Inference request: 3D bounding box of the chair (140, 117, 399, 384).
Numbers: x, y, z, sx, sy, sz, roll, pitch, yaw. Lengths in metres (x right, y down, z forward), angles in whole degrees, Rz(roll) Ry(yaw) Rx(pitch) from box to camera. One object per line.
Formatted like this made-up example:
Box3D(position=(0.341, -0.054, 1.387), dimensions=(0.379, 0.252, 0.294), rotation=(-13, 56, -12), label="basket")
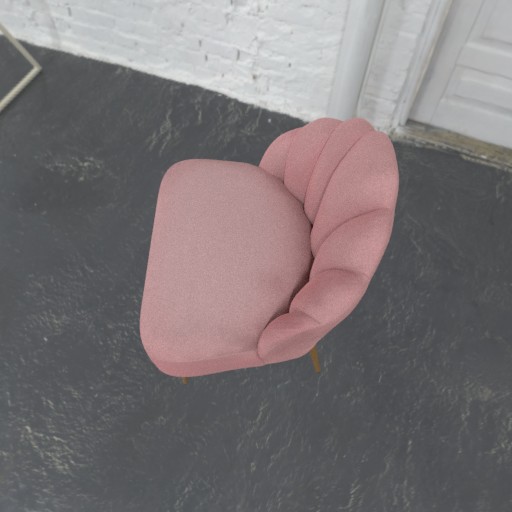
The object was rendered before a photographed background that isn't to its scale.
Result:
Box3D(position=(0.000, 0.000, 1.276), dimensions=(0.599, 0.819, 0.657), rotation=(0, 58, 0), label="chair")
